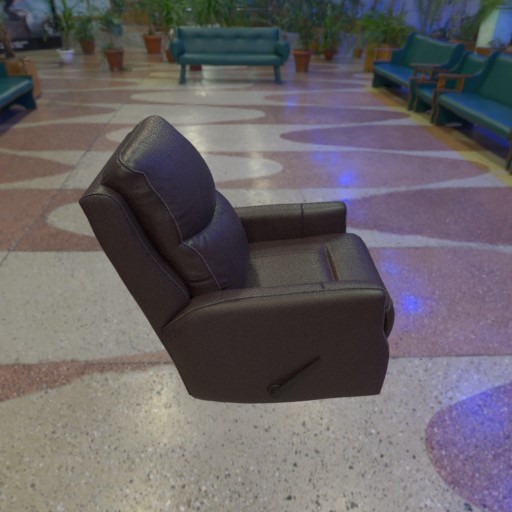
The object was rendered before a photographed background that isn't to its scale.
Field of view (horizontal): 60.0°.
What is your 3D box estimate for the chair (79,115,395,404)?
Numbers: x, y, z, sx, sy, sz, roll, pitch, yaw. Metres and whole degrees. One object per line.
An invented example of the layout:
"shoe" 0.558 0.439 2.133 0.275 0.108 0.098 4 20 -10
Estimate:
"chair" 0.000 0.000 1.816 1.080 1.030 0.829 -1 32 -1
